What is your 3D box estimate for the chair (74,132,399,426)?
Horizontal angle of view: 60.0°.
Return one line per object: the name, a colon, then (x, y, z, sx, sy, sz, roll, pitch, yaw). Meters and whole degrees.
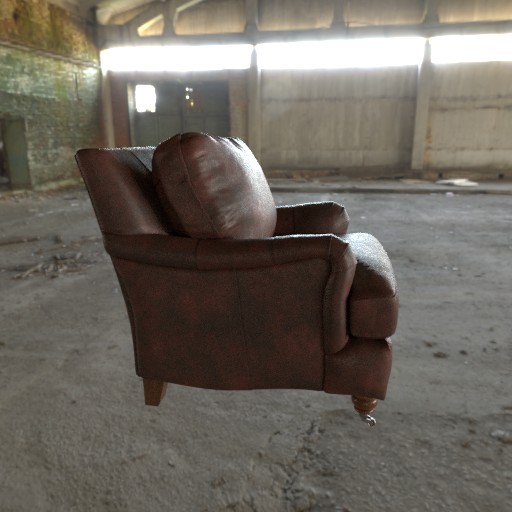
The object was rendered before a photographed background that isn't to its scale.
chair: (0.000, 0.000, 1.977, 1.156, 1.051, 0.987, 2, 15, 10)
